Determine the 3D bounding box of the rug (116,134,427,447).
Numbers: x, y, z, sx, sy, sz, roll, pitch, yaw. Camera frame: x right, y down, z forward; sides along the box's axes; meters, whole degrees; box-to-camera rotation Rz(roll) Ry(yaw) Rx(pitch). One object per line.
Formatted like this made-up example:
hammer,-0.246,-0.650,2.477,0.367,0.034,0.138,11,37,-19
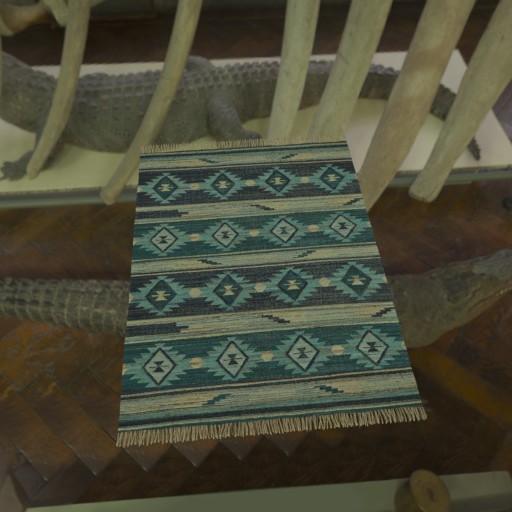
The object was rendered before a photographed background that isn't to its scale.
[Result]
rug,0.000,0.000,4.311,2.418,0.047,3.307,-4,57,-3
